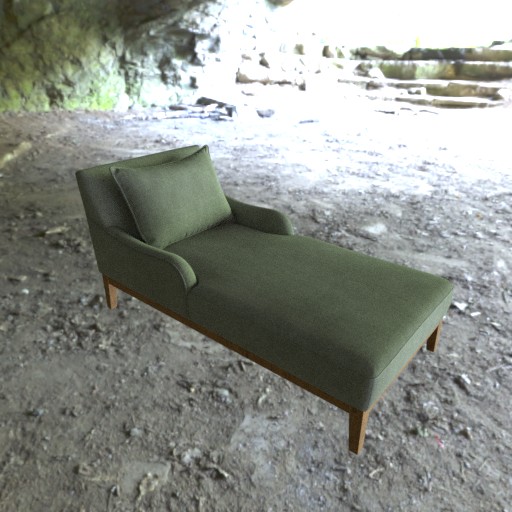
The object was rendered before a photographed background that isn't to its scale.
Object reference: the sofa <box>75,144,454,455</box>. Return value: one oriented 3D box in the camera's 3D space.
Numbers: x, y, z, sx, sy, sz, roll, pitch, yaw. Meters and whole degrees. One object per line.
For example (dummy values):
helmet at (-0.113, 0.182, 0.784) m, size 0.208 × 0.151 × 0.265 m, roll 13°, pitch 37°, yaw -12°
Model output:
sofa at (0.000, 0.000, 2.311) m, size 1.779 × 0.859 × 0.894 m, roll 20°, pitch 32°, yaw 35°
